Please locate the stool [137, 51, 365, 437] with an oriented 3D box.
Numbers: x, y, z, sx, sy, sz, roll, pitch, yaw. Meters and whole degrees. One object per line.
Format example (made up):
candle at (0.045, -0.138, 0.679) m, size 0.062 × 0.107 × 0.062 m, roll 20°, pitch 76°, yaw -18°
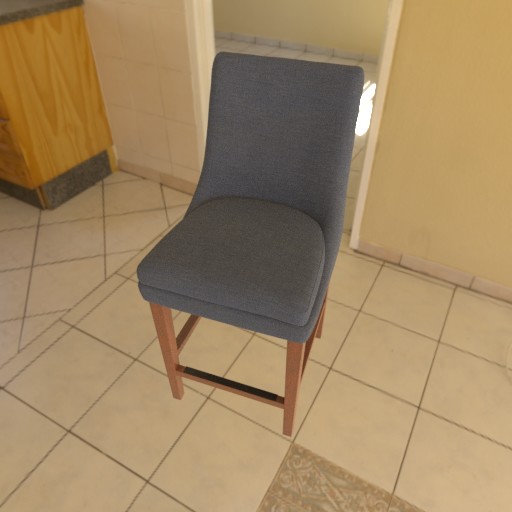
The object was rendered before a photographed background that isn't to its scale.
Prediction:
stool at (0.000, 0.000, 1.319) m, size 0.470 × 0.981 × 0.577 m, roll 13°, pitch 42°, yaw 15°
